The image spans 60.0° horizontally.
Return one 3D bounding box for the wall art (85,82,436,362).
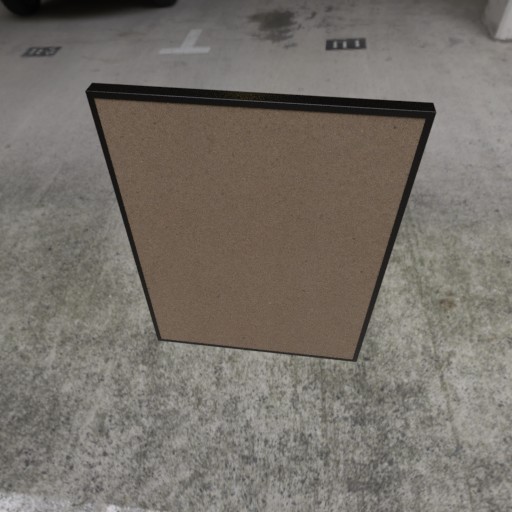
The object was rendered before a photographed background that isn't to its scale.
[{"bbox_3d":[0.000,0.000,1.380,0.788,1.046,0.043,5,47,5],"label":"wall art"}]
